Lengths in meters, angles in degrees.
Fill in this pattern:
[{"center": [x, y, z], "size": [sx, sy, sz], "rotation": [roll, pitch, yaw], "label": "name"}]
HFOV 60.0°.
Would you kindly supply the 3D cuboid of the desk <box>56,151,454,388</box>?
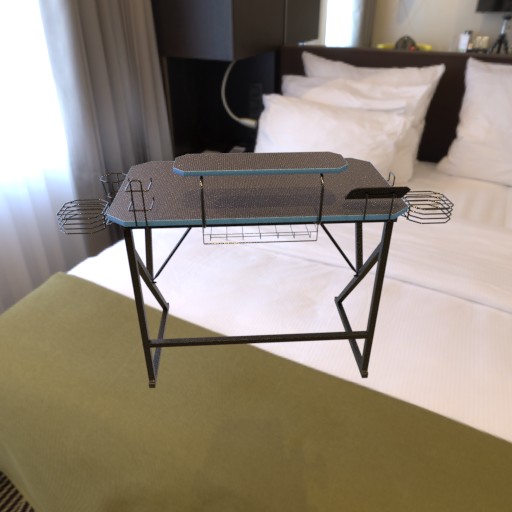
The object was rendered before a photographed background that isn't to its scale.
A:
[{"center": [0.000, 0.000, 1.752], "size": [1.295, 0.909, 0.594], "rotation": [-2, 31, -3], "label": "desk"}]
